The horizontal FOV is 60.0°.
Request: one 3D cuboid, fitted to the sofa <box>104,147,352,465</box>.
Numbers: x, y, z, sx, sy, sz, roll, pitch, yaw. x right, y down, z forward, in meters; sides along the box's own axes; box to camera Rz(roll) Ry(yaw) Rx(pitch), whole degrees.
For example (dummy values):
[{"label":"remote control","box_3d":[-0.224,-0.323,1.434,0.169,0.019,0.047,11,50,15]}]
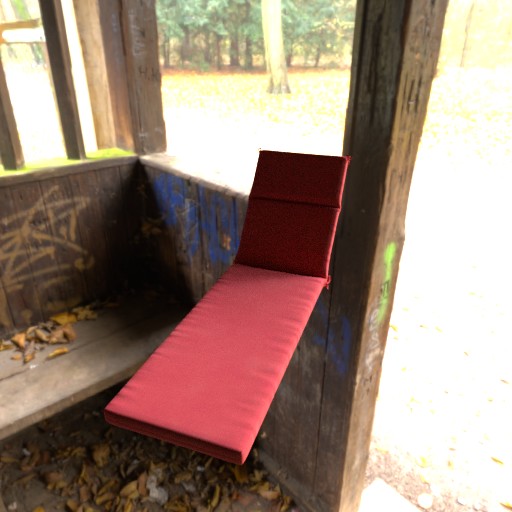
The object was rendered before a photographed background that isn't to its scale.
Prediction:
[{"label":"sofa","box_3d":[0.000,0.000,2.012,0.582,0.622,1.663,9,28,18]}]
